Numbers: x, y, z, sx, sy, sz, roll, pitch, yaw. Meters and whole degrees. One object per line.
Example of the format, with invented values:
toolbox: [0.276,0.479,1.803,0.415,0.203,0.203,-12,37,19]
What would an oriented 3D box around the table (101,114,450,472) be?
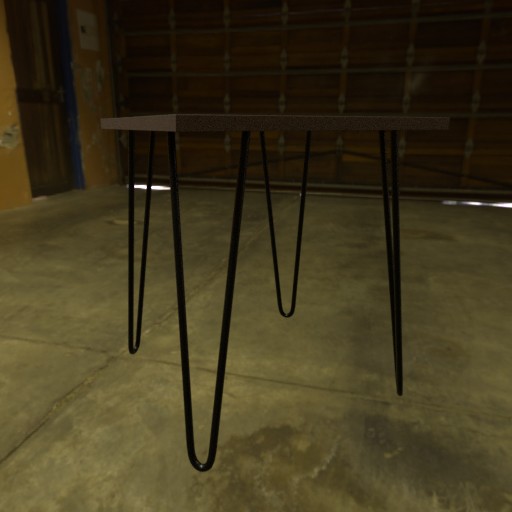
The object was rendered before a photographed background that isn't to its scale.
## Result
table: [0.000,0.000,0.942,0.495,0.559,0.495,-9,19,-27]
